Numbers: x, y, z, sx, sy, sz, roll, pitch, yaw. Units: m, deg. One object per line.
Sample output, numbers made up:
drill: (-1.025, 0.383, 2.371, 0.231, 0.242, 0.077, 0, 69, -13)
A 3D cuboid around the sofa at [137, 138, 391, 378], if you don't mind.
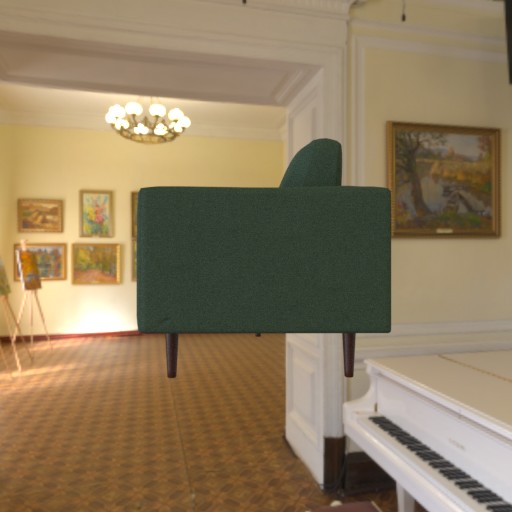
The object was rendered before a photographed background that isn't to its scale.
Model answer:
sofa: (0.000, 0.000, 2.479, 0.879, 0.899, 2.029, 0, 0, -1)
